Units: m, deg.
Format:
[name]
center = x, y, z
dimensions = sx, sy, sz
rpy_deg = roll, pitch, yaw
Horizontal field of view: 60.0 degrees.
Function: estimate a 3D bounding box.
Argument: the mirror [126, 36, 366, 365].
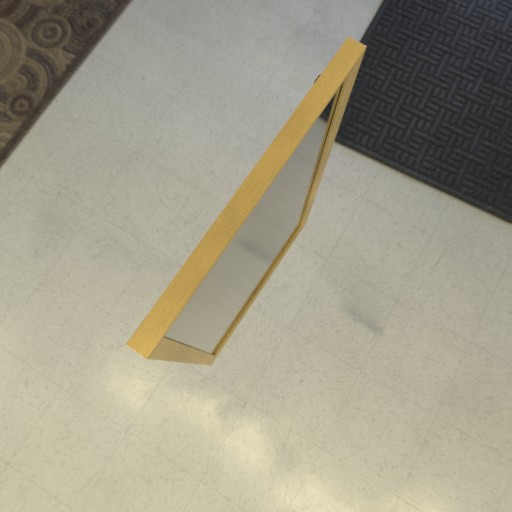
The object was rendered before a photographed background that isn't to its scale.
[mirror]
center = 0.000, 0.000, 1.120
dimensions = 0.040, 0.915, 0.609
rpy_deg = 33, 78, 8
